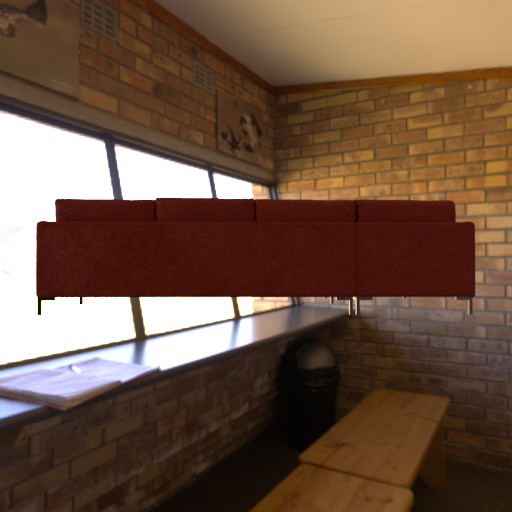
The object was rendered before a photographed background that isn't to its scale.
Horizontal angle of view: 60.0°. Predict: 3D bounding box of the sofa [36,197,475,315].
[{"bbox_3d":[0.000,0.000,2.989,2.467,0.663,1.136,0,-1,-1],"label":"sofa"}]
